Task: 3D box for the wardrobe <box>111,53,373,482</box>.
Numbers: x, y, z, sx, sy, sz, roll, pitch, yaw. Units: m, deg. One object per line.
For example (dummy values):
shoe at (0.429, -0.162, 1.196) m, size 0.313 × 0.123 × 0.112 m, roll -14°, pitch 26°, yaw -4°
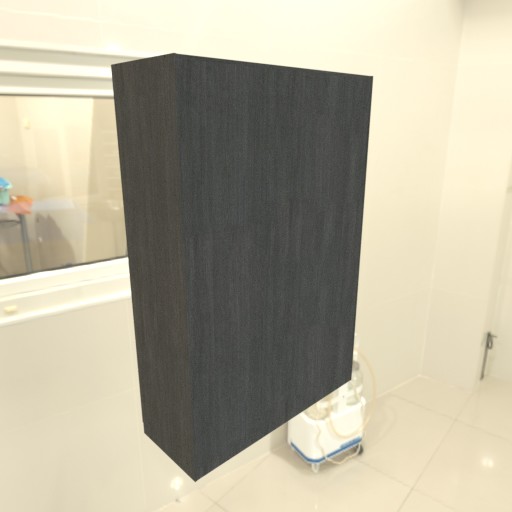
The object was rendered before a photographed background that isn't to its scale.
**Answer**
wardrobe at (0.000, 0.000, 2.469) m, size 1.290 × 1.910 × 0.510 m, roll -15°, pitch 23°, yaw -41°
